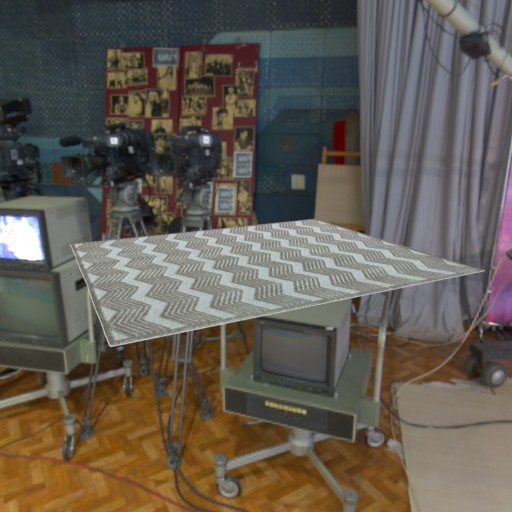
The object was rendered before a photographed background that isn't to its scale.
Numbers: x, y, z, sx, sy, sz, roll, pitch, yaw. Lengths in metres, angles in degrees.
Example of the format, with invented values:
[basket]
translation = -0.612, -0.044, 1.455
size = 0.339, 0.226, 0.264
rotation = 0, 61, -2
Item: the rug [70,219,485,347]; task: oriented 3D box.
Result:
[rug]
translation = 0.000, 0.000, 3.928
size = 2.880, 0.005, 2.391
rotation = -8, 18, -25
